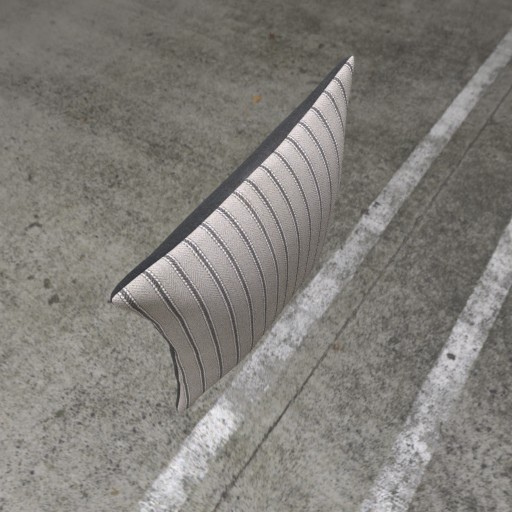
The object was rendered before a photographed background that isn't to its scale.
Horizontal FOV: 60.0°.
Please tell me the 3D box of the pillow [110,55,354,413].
[{"bbox_3d":[0.000,0.000,0.699,0.138,0.444,0.468,32,63,18],"label":"pillow"}]
